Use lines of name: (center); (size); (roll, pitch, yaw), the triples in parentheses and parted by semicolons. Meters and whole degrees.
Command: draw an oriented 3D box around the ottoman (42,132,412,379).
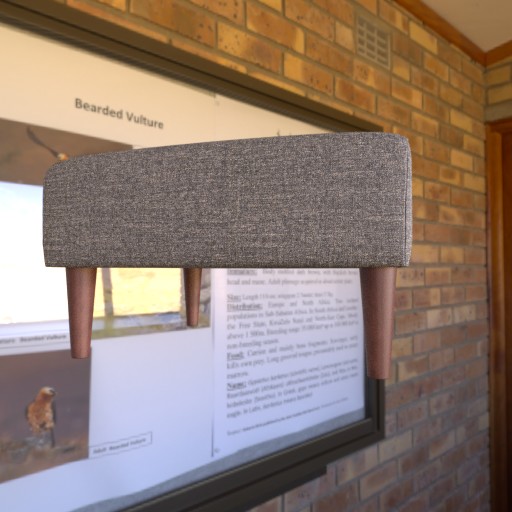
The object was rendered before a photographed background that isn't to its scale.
ottoman: (0.000, 0.000, 1.019); (0.655, 0.399, 0.648); (-1, -2, 17)
